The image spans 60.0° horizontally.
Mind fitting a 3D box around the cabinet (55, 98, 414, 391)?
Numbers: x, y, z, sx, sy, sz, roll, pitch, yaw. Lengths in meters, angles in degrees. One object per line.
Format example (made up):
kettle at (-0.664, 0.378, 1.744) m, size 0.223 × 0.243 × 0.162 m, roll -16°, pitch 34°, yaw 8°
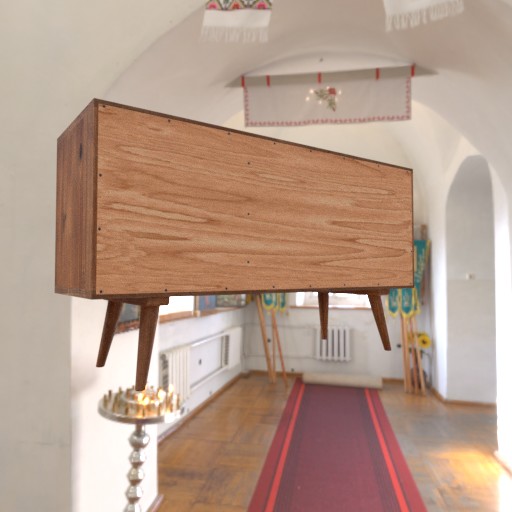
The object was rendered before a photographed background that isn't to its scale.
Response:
cabinet at (0.000, 0.000, 1.764) m, size 1.400 × 0.800 × 0.472 m, roll 1°, pitch -3°, yaw -36°
